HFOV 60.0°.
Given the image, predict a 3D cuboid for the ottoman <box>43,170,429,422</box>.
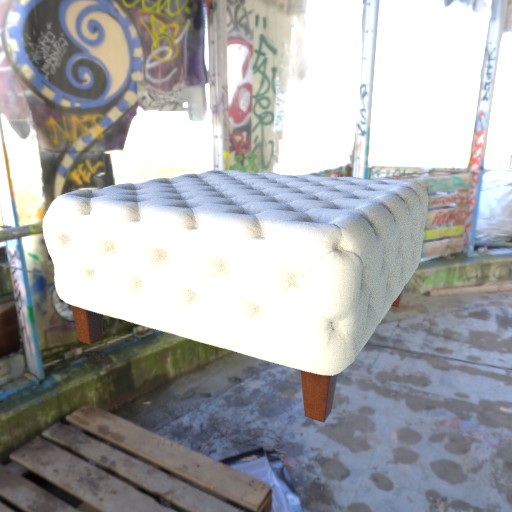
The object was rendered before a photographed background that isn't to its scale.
[{"bbox_3d":[0.000,0.000,1.188,0.755,0.376,0.753,9,19,28],"label":"ottoman"}]
